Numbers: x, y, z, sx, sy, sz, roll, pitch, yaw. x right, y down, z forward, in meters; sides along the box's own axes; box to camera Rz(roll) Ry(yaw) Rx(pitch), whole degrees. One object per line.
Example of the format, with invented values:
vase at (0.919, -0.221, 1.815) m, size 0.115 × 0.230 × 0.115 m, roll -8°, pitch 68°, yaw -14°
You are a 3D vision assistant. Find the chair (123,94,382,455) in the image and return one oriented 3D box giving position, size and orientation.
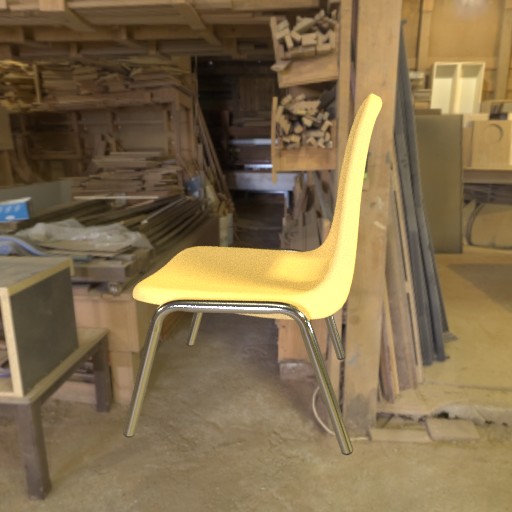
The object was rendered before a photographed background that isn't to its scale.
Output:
chair at (0.000, 0.000, 0.791) m, size 0.385 × 0.536 × 0.354 m, roll 2°, pitch 15°, yaw 9°
